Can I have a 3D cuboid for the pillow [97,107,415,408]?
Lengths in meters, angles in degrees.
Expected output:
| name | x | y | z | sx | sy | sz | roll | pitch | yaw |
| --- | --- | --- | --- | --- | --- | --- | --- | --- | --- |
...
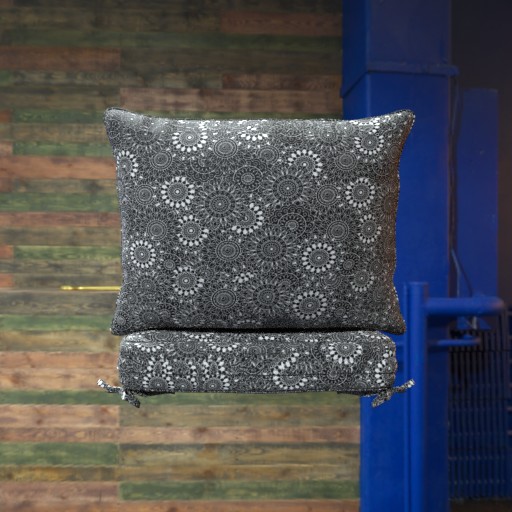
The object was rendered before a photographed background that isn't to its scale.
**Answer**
| name | x | y | z | sx | sy | sz | roll | pitch | yaw |
| --- | --- | --- | --- | --- | --- | --- | --- | --- | --- |
| pillow | 0.000 | 0.000 | 1.367 | 0.798 | 0.722 | 0.740 | 0 | 0 | 0 |
